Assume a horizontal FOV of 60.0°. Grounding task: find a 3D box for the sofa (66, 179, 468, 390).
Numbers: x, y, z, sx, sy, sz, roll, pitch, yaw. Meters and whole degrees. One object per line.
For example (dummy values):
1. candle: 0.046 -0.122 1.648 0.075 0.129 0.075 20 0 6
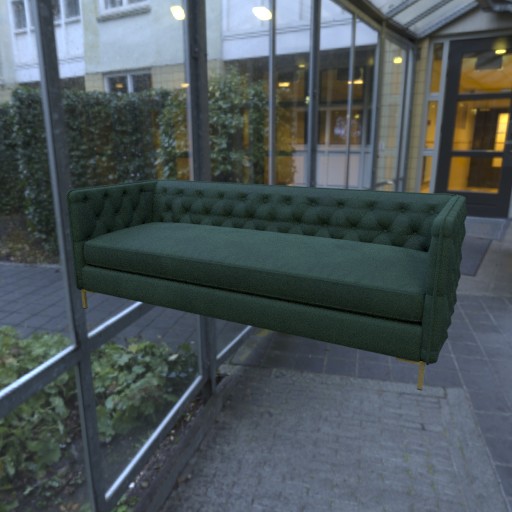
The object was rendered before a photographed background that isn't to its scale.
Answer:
1. sofa: 0.000 0.000 2.651 2.209 0.771 0.895 8 17 27
